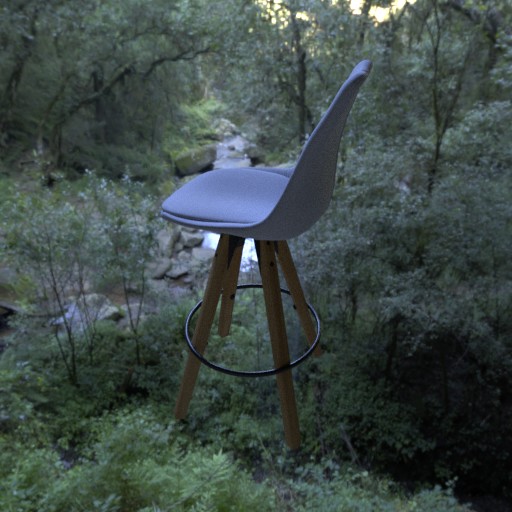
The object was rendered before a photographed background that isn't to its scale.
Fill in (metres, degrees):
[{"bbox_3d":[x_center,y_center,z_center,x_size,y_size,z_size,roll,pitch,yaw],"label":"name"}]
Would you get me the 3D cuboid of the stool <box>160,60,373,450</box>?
[{"bbox_3d":[0.000,0.000,1.375,0.550,1.115,0.484,9,32,14],"label":"stool"}]
